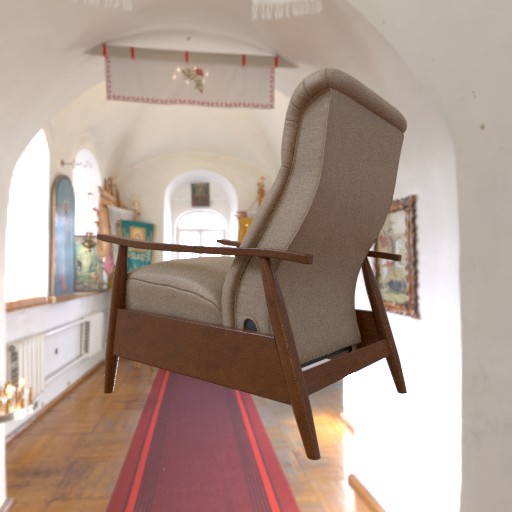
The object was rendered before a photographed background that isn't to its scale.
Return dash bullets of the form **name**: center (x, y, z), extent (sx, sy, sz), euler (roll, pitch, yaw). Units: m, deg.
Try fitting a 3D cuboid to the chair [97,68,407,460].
- **chair**: center (0.000, 0.000, 1.755), extent (1.030, 1.082, 0.762), euler (0, 0, 37)
